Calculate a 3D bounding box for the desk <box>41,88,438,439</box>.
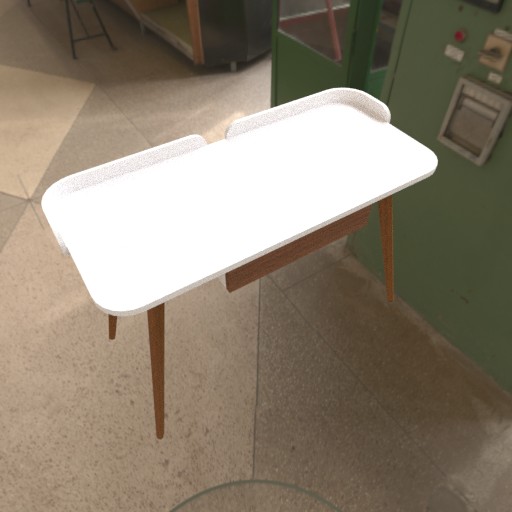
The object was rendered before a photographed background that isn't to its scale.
[{"bbox_3d":[0.000,0.000,1.656,1.206,0.807,0.534,-25,52,-21],"label":"desk"}]
